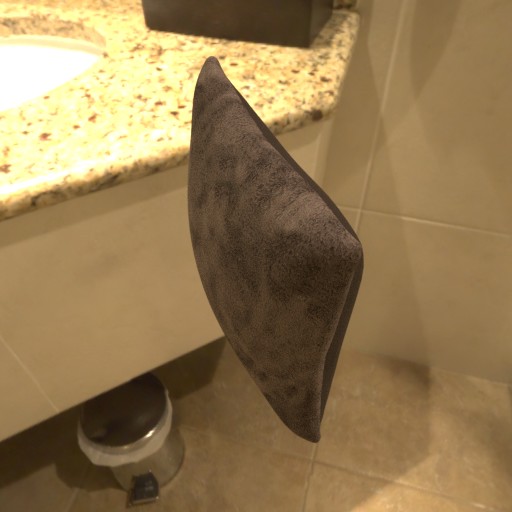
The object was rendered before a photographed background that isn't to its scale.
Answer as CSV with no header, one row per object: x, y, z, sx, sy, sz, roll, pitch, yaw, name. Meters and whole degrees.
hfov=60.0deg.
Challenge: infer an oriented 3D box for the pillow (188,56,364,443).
0.000,0.000,0.795,0.204,0.520,0.522,-16,48,-15,pillow
